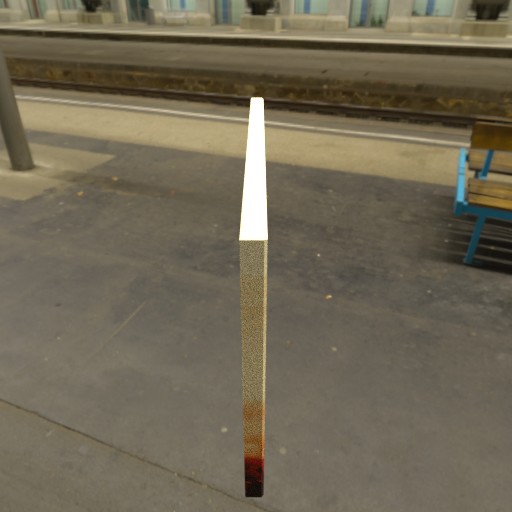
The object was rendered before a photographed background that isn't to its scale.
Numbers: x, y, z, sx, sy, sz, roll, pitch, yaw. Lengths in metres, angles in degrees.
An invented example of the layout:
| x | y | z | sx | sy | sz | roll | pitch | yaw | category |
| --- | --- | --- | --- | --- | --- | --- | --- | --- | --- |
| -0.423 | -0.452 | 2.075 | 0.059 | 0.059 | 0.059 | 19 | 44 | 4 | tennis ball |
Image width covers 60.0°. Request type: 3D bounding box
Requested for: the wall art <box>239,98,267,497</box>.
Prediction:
| x | y | z | sx | sy | sz | roll | pitch | yaw | category |
| --- | --- | --- | --- | --- | --- | --- | --- | --- | --- |
| 0.000 | 0.000 | 1.145 | 0.038 | 0.602 | 0.918 | 0 | 31 | 0 | wall art |
